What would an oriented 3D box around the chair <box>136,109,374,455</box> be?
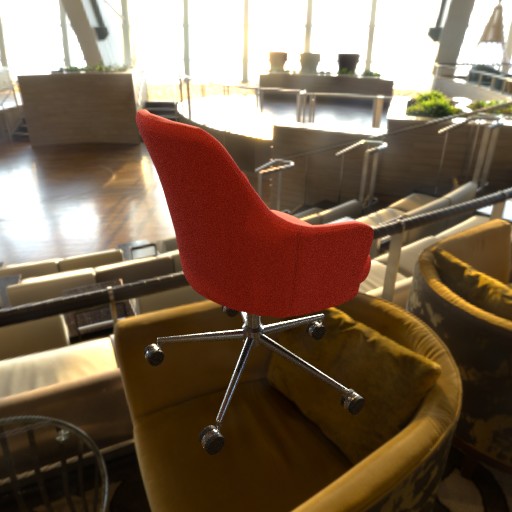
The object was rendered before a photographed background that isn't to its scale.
[{"bbox_3d":[0.000,0.000,1.258,0.600,0.820,0.655,-18,32,-31],"label":"chair"}]
